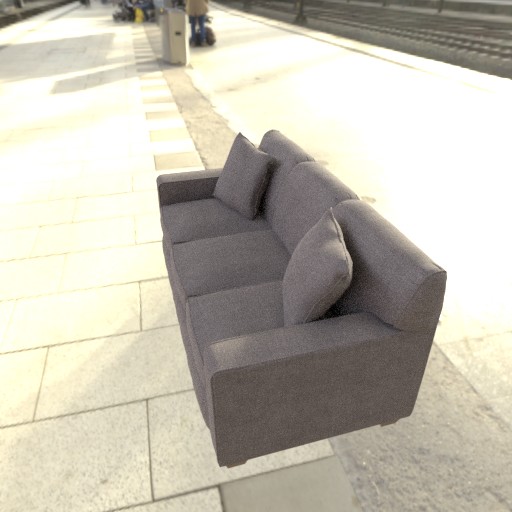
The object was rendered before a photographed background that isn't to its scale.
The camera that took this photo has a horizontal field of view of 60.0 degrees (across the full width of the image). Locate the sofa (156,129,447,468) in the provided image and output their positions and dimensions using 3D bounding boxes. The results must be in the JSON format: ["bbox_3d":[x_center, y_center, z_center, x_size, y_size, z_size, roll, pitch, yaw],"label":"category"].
[{"bbox_3d":[0.000,0.000,2.596,0.997,0.958,2.024,-9,33,-14],"label":"sofa"}]
